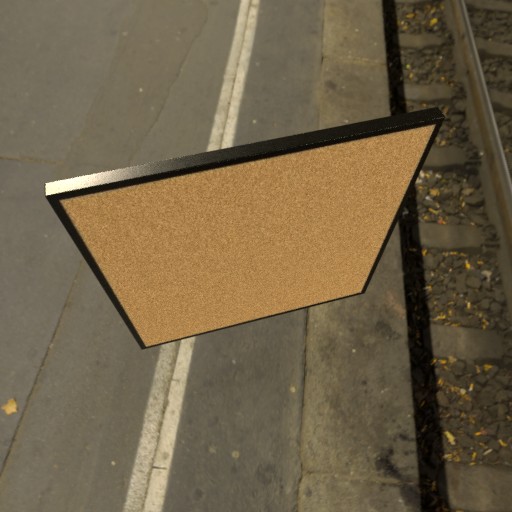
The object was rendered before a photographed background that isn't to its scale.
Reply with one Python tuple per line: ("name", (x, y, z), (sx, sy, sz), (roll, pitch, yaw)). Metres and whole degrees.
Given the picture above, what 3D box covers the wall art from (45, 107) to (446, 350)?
("wall art", (0.000, 0.000, 0.526), (0.349, 0.349, 0.014), (-13, 59, -8))
